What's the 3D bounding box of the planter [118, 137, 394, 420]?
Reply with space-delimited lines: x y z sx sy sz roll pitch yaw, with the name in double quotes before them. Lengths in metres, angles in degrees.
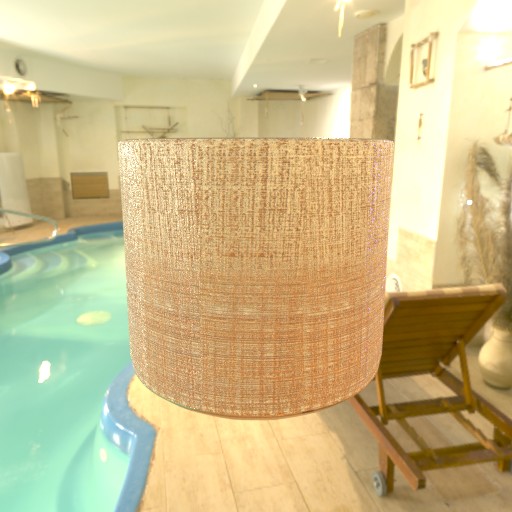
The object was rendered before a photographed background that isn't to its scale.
"planter" 0.000 0.000 0.190 0.109 0.096 0.109 0 14 0
